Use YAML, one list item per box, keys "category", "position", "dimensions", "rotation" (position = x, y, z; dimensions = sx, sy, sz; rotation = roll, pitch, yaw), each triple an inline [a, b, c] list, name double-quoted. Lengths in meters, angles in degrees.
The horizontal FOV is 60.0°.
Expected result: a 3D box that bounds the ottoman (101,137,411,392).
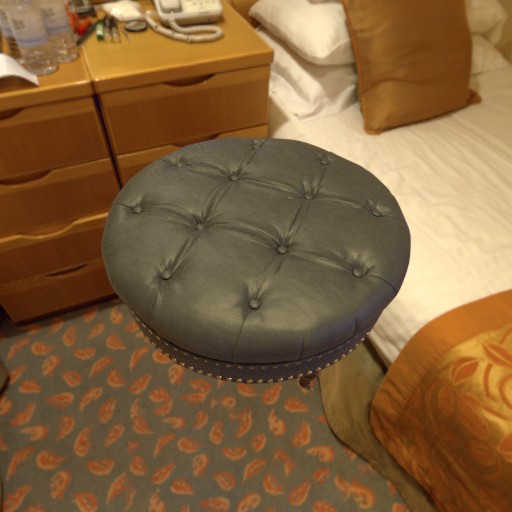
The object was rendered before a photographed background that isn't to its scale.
- category: "ottoman"
  position: [0.000, 0.000, 1.433]
  dimensions: [0.901, 0.439, 0.901]
  rotation: [0, 47, 0]
